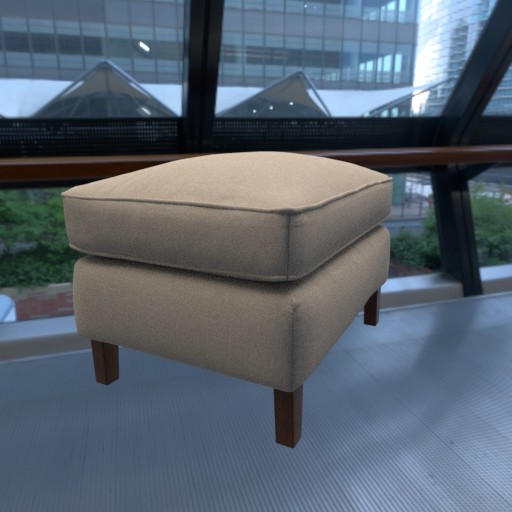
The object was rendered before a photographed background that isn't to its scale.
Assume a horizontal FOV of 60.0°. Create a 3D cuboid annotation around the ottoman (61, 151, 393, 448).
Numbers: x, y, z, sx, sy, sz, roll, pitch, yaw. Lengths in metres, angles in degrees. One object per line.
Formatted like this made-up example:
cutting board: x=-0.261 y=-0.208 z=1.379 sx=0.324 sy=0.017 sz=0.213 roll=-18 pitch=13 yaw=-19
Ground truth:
ottoman: x=0.000 y=0.000 z=0.999 sx=0.501 sy=0.456 sz=0.665 roll=7 pitch=16 yaw=27
